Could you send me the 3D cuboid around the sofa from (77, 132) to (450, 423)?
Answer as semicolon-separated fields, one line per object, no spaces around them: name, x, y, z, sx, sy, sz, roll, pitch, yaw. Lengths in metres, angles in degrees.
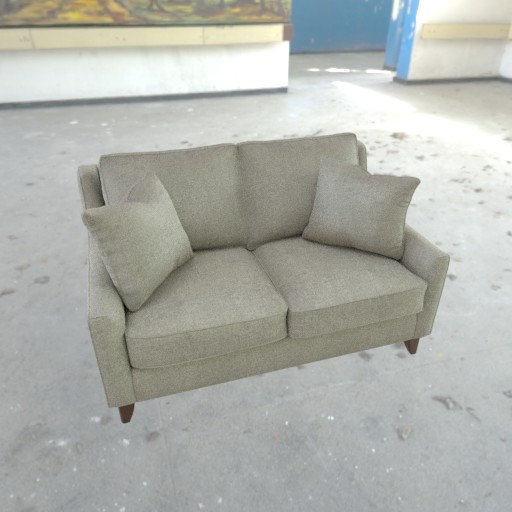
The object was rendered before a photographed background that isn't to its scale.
sofa;0.000;0.000;1.981;1.422;0.863;0.915;-9;32;-15
